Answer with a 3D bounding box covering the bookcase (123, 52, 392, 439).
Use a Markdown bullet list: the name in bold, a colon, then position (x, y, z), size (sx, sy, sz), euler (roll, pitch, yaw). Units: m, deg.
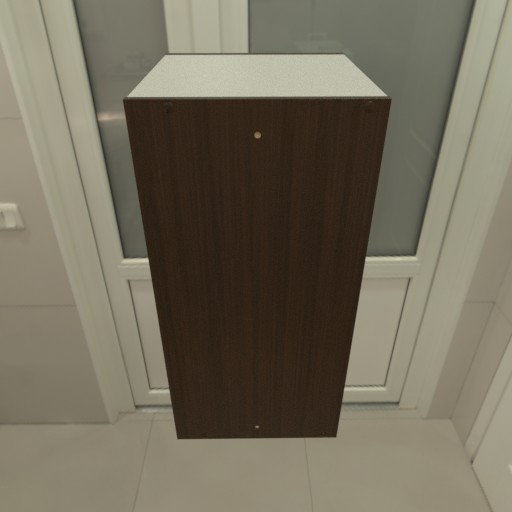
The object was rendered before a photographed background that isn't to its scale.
- **bookcase**: position (0.000, 0.000, 0.766), size (0.290, 0.600, 0.300), euler (0, 33, -1)
